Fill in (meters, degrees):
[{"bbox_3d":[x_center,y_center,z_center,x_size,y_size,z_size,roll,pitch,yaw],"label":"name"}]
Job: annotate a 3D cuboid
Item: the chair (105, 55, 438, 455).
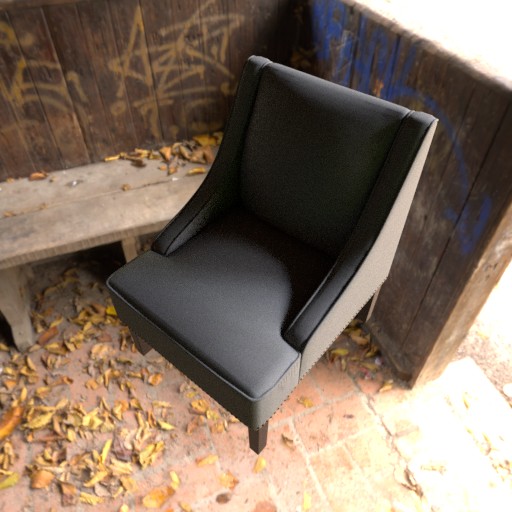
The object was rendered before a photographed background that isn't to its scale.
[{"bbox_3d":[0.000,0.000,1.387,0.631,0.867,0.747,31,54,26],"label":"chair"}]
